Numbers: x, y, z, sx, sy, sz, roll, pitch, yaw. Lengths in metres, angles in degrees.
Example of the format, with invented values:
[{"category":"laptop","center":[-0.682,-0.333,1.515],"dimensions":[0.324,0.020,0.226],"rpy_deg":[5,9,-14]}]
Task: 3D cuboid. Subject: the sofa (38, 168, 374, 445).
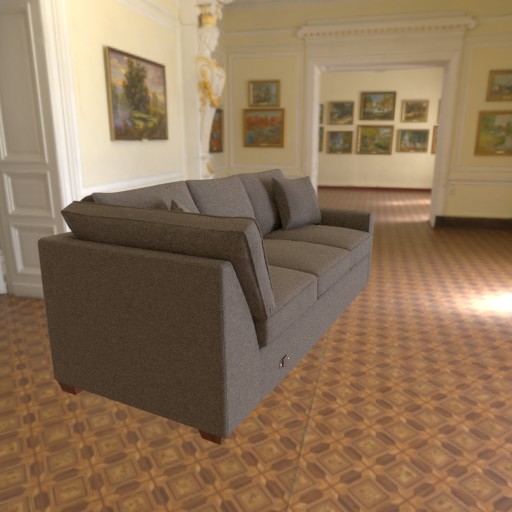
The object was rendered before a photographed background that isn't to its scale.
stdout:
[{"category":"sofa","center":[0.000,0.000,2.815],"dimensions":[1.061,0.962,2.317],"rpy_deg":[8,16,27]}]
